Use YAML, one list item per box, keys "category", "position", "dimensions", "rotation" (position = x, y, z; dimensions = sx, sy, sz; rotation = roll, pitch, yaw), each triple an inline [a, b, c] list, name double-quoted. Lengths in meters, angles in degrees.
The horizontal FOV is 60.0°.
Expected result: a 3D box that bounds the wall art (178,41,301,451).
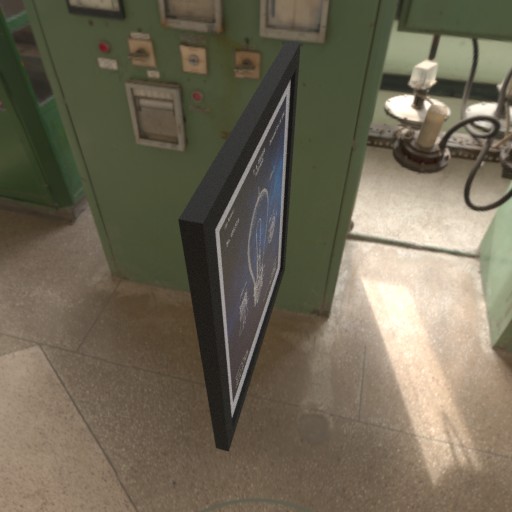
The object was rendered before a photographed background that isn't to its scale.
- category: "wall art"
  position: [0.000, 0.000, 0.705]
  dimensions: [0.023, 0.505, 0.428]
  rotation: [11, 47, 11]
